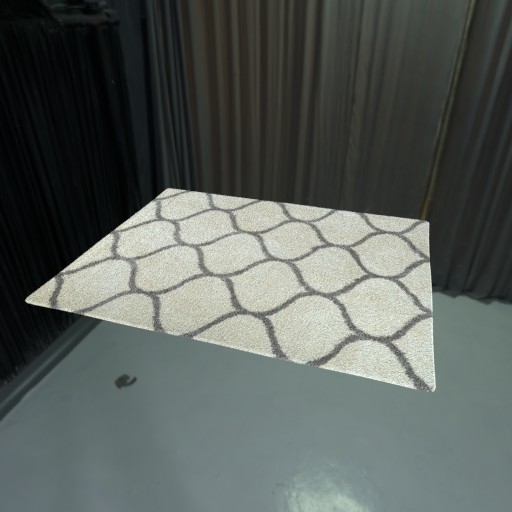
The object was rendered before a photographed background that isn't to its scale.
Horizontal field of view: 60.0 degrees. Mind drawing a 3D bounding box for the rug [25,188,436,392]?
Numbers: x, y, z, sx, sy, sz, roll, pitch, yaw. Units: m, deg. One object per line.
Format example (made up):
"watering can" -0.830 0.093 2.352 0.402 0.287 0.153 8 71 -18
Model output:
"rug" 0.000 0.000 4.002 3.000 0.026 2.399 9 32 15
